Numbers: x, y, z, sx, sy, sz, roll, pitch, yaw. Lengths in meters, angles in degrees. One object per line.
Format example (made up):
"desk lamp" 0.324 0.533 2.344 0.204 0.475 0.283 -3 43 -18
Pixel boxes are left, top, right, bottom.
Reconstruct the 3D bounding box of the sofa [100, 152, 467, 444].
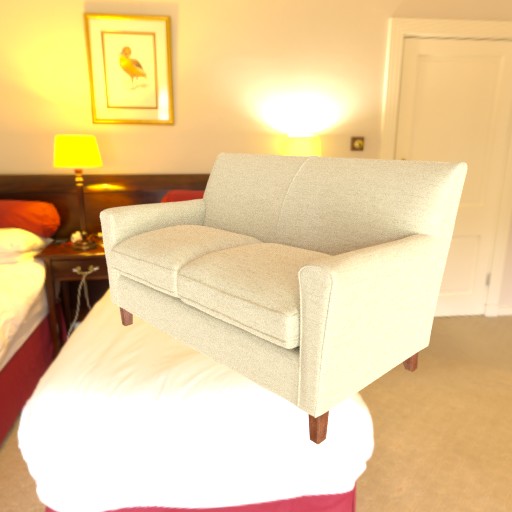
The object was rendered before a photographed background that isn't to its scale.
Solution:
"sofa" 0.000 0.000 2.062 0.891 0.892 1.482 -14 20 -42
